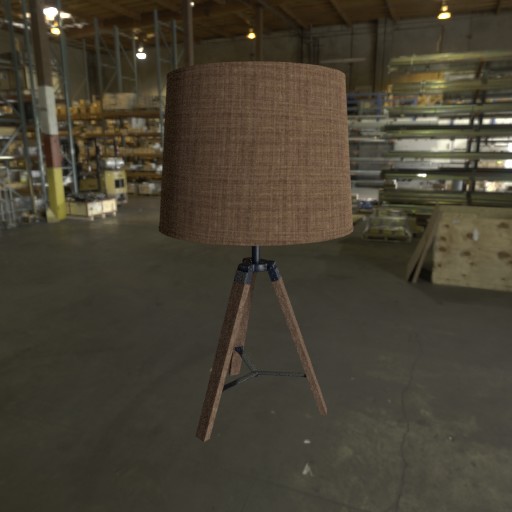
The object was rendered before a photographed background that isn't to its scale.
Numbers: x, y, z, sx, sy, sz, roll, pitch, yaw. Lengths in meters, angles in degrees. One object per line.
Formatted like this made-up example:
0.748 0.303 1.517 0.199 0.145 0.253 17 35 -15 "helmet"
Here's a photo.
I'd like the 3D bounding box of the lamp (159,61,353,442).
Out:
0.000 0.000 0.684 0.290 0.514 0.290 0 13 0 "lamp"
